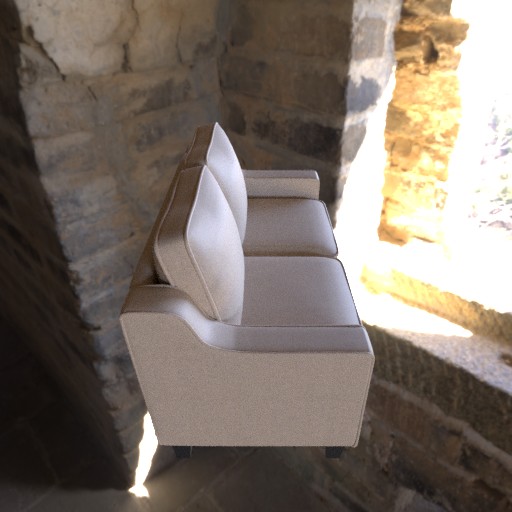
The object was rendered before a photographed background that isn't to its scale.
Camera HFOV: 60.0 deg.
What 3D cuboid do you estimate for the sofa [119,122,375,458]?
[{"bbox_3d":[0.000,0.000,3.484,1.351,1.562,2.587,0,32,0],"label":"sofa"}]
